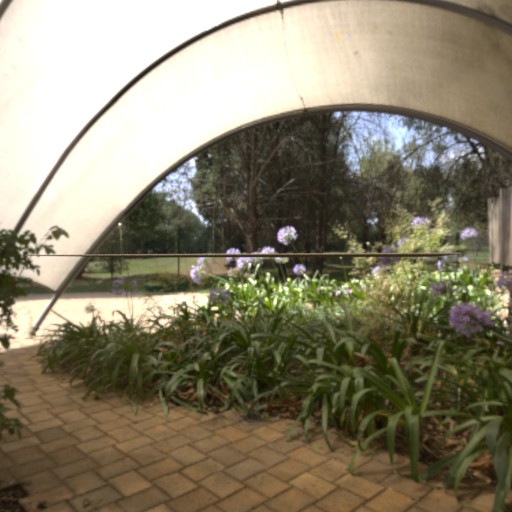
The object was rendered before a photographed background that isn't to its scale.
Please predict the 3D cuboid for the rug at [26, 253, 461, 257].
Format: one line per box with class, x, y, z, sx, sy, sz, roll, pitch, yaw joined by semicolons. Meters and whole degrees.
rug;0.000;0.000;2.907;2.289;0.006;1.523;0;-1;18
